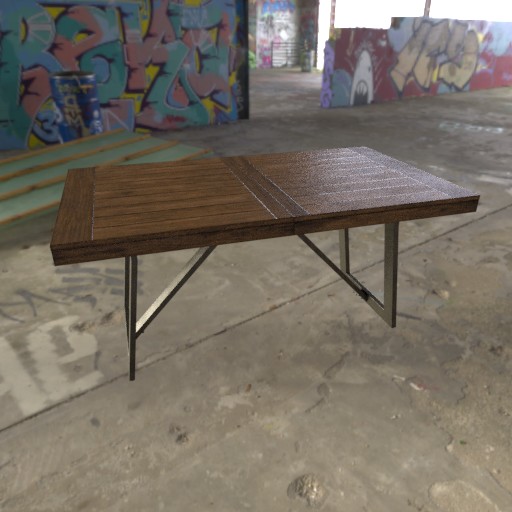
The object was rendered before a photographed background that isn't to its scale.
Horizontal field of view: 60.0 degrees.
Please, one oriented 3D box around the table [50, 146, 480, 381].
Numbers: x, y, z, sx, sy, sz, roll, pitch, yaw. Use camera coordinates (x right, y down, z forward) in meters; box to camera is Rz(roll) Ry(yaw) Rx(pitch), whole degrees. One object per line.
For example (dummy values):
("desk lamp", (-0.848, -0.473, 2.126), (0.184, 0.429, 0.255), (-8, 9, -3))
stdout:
("table", (0.000, 0.000, 2.169), (1.641, 0.757, 0.931), (-8, 27, -16))
